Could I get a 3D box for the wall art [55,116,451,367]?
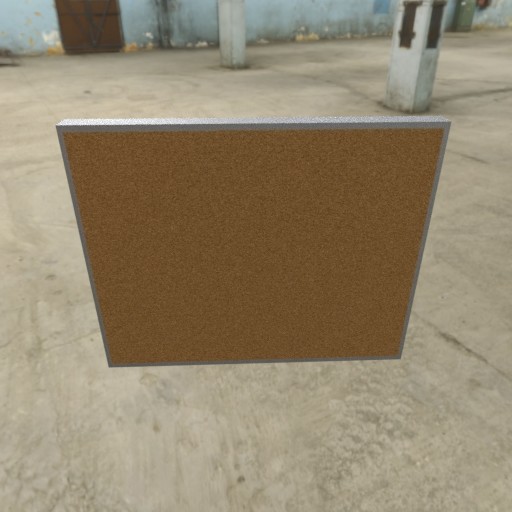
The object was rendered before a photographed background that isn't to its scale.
[{"bbox_3d":[0.000,0.000,0.751,0.557,0.450,0.037,-1,30,-2],"label":"wall art"}]
